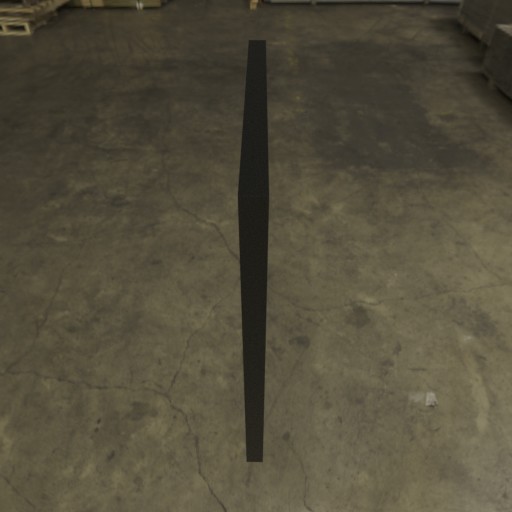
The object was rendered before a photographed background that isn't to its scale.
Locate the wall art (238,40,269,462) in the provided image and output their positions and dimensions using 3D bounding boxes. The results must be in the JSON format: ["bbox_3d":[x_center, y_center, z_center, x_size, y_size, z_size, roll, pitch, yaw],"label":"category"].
[{"bbox_3d":[0.000,0.000,0.758,0.029,0.559,0.457,0,42,0],"label":"wall art"}]
